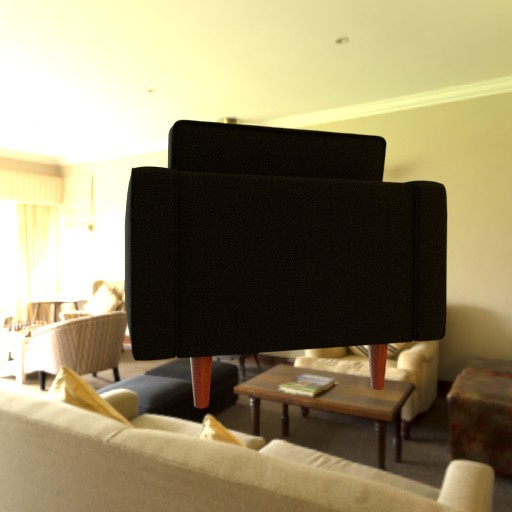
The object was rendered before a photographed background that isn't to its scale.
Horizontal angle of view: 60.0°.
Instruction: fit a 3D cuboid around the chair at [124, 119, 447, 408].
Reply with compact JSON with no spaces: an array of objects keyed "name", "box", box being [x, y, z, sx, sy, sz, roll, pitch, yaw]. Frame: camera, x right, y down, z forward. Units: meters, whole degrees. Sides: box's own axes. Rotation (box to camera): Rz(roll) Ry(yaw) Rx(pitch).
[{"name":"chair","box":[0.000,0.000,1.577,0.899,0.770,0.920,0,1,-17]}]
